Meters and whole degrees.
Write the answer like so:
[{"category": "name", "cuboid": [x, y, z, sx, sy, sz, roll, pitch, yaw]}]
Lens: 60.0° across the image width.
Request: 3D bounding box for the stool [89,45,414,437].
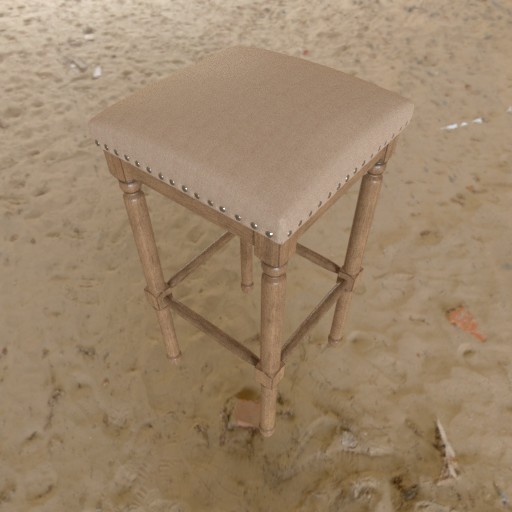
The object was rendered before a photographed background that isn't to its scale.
[{"category": "stool", "cuboid": [0.000, 0.000, 0.954, 0.383, 0.768, 0.382, 30, 53, 25]}]
